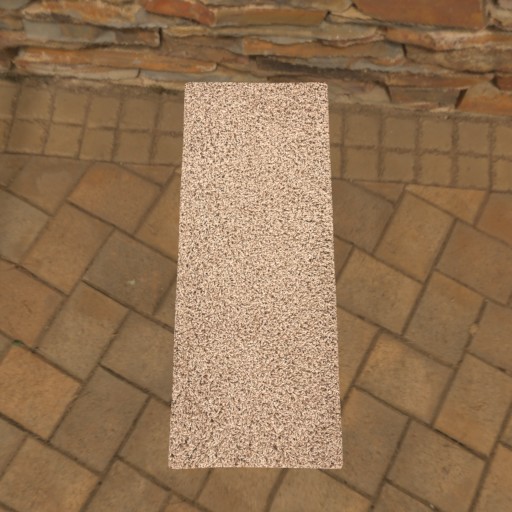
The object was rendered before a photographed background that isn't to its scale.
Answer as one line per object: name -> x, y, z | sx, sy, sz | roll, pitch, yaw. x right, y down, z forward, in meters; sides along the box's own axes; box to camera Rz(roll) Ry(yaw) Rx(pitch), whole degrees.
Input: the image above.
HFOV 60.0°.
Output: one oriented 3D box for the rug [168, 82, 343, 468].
rug -> 0.000, 0.000, 1.724 | 0.609, 0.030, 1.524 | 0, 76, 0
